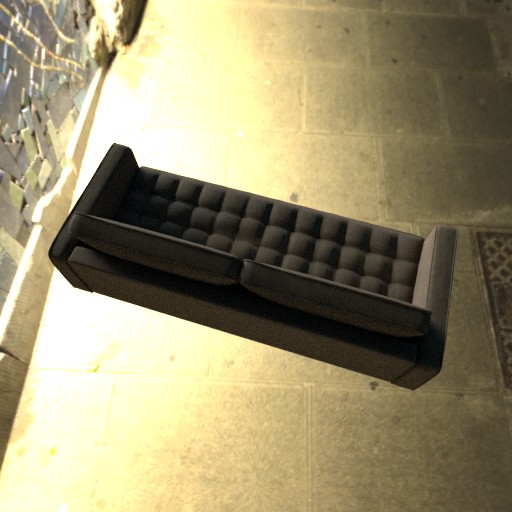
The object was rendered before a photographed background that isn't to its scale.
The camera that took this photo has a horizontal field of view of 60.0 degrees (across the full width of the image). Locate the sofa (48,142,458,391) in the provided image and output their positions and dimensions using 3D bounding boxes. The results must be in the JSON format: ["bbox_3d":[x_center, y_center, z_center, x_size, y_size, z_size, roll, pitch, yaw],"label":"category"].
[{"bbox_3d":[0.000,0.000,2.742,2.295,0.813,0.923,15,64,8],"label":"sofa"}]
